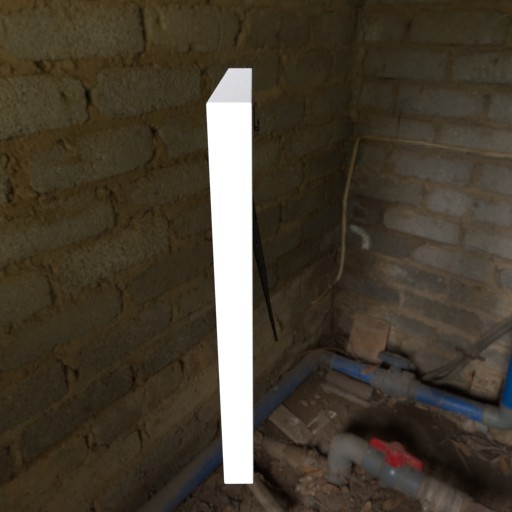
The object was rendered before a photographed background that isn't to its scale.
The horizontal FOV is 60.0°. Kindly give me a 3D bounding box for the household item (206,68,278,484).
[{"bbox_3d":[0.000,0.000,0.337,0.045,0.250,0.200,0,27,0],"label":"household item"}]
